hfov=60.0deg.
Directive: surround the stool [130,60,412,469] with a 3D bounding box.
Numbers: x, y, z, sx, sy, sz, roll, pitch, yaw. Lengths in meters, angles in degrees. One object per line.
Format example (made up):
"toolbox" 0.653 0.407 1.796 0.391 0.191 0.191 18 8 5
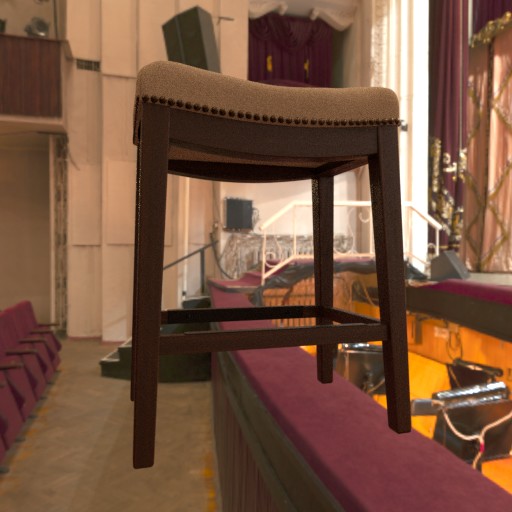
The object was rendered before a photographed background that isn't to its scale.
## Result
"stool" 0.000 0.000 0.937 0.509 0.669 0.363 0 1 -16
